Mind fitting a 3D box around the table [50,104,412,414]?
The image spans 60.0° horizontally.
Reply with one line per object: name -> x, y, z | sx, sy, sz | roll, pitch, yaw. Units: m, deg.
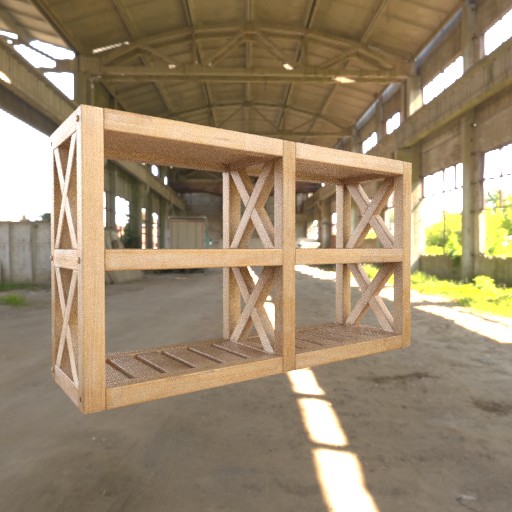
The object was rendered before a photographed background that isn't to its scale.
table -> 0.000, 0.000, 1.615 | 1.320, 0.762, 0.381 | -1, 1, -35
